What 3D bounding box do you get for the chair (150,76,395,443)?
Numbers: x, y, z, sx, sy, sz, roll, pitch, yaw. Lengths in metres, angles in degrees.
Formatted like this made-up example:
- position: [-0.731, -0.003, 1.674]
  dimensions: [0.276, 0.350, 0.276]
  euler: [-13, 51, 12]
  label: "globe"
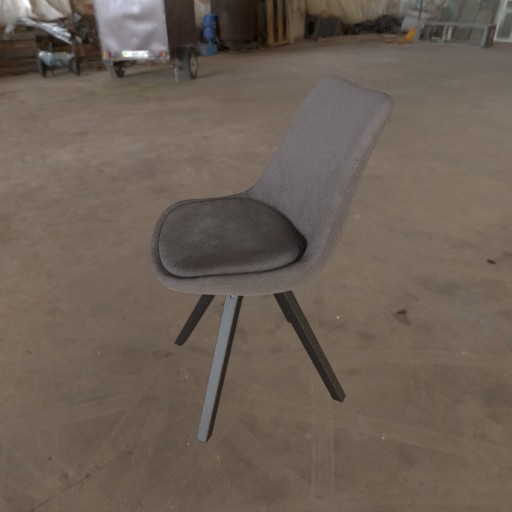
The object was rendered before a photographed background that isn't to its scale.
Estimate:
- position: [0.000, 0.000, 1.194]
  dimensions: [0.550, 0.850, 0.476]
  euler: [-9, 33, -15]
  label: "chair"
